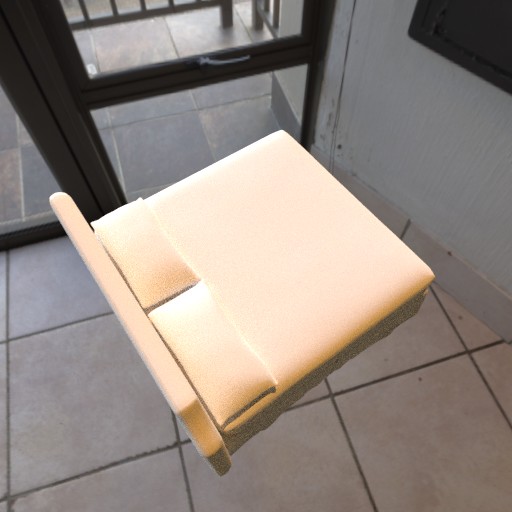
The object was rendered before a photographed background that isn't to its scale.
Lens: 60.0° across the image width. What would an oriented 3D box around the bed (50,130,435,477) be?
[{"bbox_3d":[0.000,0.000,3.468,2.204,1.301,2.160,-32,64,-17],"label":"bed"}]
